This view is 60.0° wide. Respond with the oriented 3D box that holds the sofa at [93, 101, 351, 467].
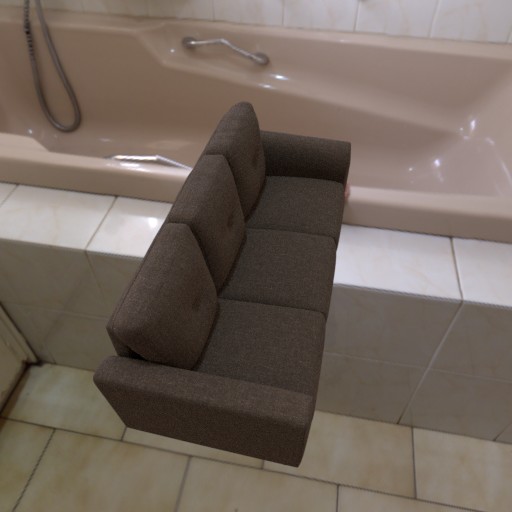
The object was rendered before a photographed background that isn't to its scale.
[{"bbox_3d":[0.000,0.000,2.326,0.837,0.891,1.847,9,47,9],"label":"sofa"}]
